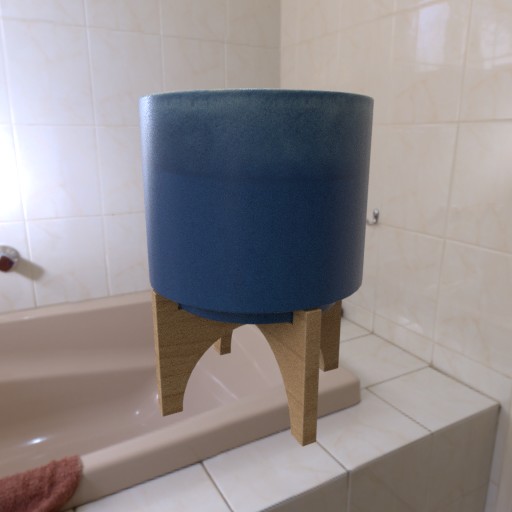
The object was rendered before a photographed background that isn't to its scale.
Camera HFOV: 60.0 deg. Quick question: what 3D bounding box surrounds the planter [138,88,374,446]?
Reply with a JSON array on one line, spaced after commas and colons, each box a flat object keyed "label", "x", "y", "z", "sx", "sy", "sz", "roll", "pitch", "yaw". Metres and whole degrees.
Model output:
[{"label": "planter", "x": 0.000, "y": 0.000, "z": 0.553, "sx": 0.261, "sy": 0.367, "sz": 0.261, "roll": 0, "pitch": 15, "yaw": 0}]
